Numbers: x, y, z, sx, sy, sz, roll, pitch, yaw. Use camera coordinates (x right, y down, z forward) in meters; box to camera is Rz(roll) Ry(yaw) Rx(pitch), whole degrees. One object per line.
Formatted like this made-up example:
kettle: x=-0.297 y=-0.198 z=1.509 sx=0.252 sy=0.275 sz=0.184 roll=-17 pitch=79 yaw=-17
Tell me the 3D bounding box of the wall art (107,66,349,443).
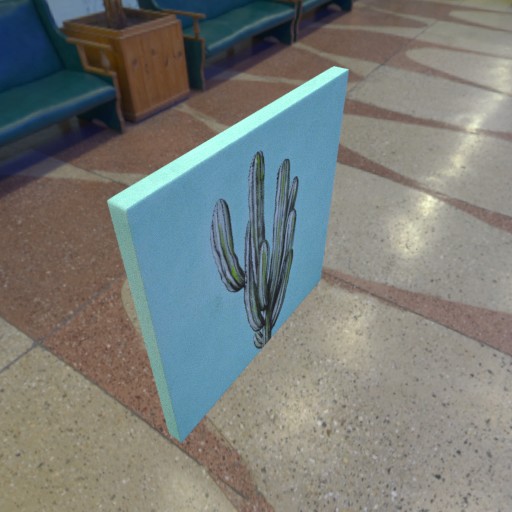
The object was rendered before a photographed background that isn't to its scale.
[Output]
wall art: x=0.000 y=0.000 z=1.178 sx=0.054 sy=0.766 sz=0.765 roll=25 pitch=47 yaw=26
